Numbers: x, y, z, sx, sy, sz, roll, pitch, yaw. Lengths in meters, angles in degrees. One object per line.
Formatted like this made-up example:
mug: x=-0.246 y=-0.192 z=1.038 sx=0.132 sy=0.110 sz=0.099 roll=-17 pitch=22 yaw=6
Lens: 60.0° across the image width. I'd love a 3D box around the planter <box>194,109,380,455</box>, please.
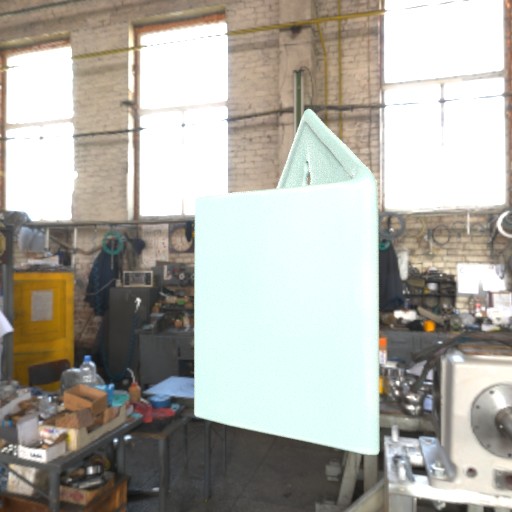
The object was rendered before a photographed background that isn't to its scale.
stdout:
planter: x=0.000 y=0.000 z=0.285 sx=0.079 sy=0.197 sz=0.164 roll=0 pitch=-1 yaw=-17
